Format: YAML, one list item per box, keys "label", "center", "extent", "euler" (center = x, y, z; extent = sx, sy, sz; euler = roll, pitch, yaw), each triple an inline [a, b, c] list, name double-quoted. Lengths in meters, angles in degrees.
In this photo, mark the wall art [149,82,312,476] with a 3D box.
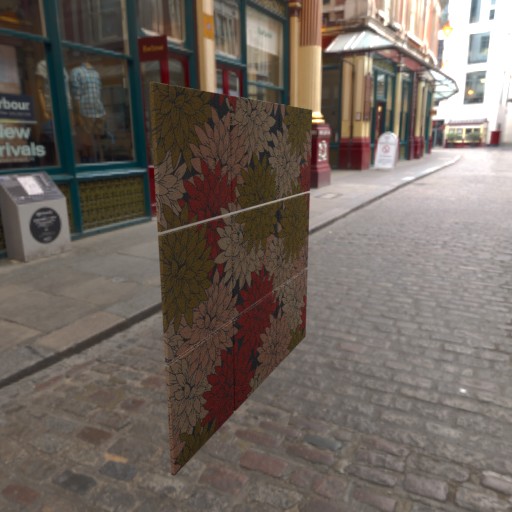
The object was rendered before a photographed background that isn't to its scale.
- label: "wall art"
  center: [0.000, 0.000, 1.830]
  extent: [0.013, 1.218, 1.206]
  euler: [7, 16, 26]
